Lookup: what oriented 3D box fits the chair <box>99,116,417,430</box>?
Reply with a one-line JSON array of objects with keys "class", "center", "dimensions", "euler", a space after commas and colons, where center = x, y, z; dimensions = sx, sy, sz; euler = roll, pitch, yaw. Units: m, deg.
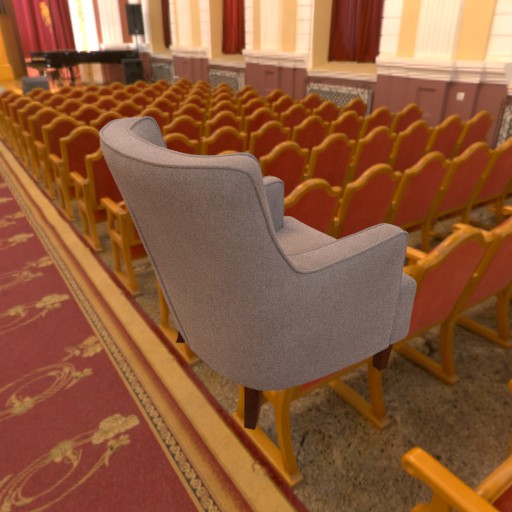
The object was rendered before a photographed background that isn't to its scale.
[{"class": "chair", "center": [0.000, 0.000, 1.577], "dimensions": [0.910, 0.919, 0.781], "euler": [-16, 31, -30]}]
